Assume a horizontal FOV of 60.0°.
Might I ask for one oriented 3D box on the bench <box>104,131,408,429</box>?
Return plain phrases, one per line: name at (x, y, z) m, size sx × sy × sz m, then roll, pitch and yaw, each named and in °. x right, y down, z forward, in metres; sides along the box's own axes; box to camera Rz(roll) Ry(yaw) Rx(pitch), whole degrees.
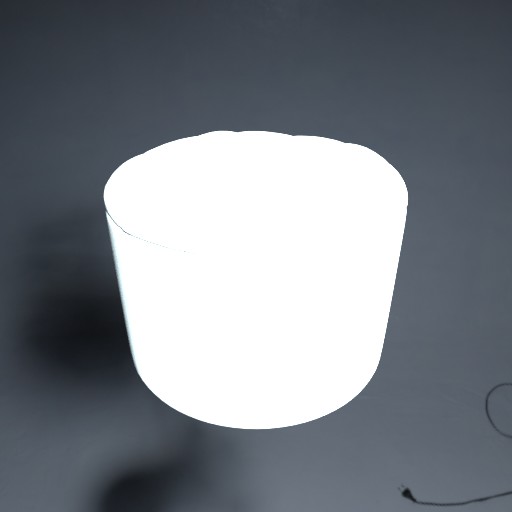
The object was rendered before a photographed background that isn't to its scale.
bench at (0.000, 0.000, 0.991) m, size 0.600 × 0.453 × 0.600 m, roll 0°, pitch 29°, yaw 0°
